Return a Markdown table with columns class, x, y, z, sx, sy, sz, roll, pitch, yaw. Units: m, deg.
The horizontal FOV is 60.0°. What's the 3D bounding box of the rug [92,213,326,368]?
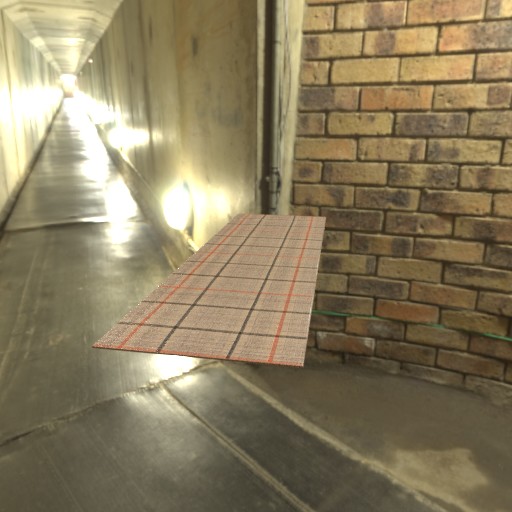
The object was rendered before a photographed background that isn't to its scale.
| class | x | y | z | sx | sy | sz | roll | pitch | yaw |
| --- | --- | --- | --- | --- | --- | --- | --- | --- | --- |
| rug | 0.000 | 0.000 | 2.683 | 0.762 | 0.008 | 2.439 | 3 | 17 | 10 |
